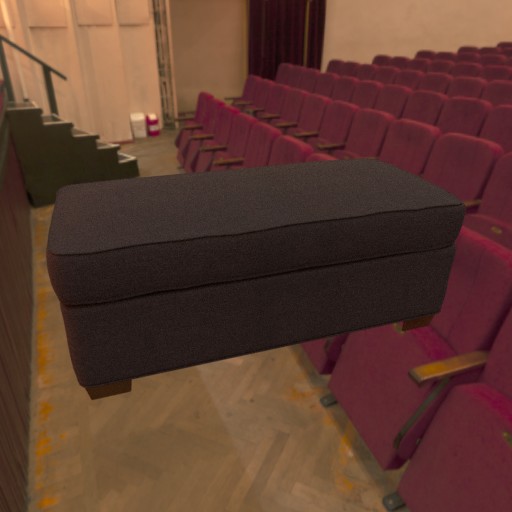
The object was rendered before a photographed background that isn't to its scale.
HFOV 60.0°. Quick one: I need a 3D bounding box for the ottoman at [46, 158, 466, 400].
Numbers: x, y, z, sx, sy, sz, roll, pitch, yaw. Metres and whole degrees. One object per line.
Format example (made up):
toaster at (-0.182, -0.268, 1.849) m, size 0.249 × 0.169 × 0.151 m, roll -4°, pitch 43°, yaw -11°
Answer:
ottoman at (0.000, 0.000, 1.375) m, size 1.110 × 0.460 × 0.515 m, roll -9°, pitch 29°, yaw -16°
